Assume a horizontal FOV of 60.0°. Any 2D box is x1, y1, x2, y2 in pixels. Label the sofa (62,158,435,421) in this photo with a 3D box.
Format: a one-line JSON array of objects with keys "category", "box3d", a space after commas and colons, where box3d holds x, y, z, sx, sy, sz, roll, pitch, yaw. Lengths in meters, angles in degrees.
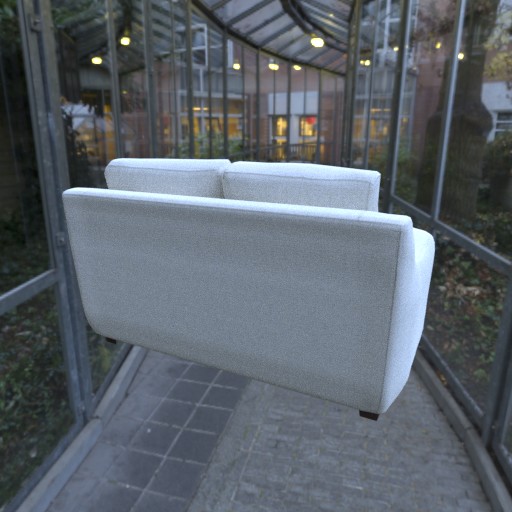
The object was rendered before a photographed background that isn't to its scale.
[{"category": "sofa", "box3d": [0.000, 0.000, 2.391, 1.744, 1.047, 1.040, 8, 18, 27]}]
